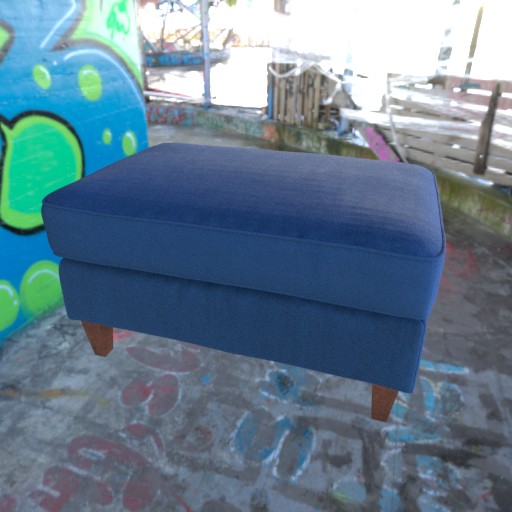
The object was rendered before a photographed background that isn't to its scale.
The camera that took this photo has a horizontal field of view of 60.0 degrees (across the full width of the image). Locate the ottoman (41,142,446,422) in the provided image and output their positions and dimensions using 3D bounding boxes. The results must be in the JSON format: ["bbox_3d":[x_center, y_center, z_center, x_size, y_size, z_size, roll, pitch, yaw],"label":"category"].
[{"bbox_3d":[0.000,0.000,1.187,0.862,0.484,0.583,8,29,15],"label":"ottoman"}]
